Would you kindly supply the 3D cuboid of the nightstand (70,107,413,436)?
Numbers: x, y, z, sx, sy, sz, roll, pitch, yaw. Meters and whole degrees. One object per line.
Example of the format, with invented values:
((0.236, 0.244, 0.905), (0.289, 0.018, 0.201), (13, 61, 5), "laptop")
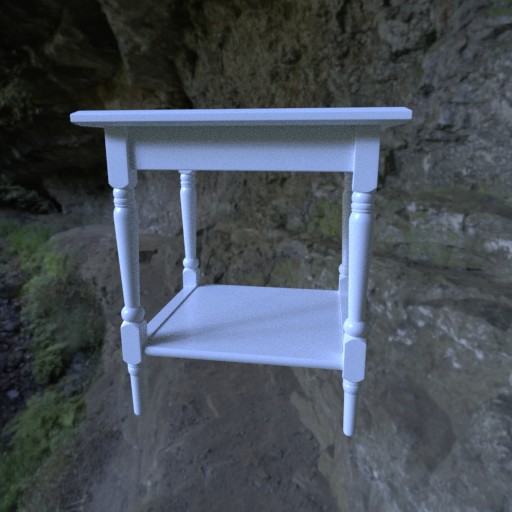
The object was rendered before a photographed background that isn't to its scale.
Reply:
((0.000, 0.000, 0.928), (0.505, 0.555, 0.459), (2, 14, 9), "nightstand")
